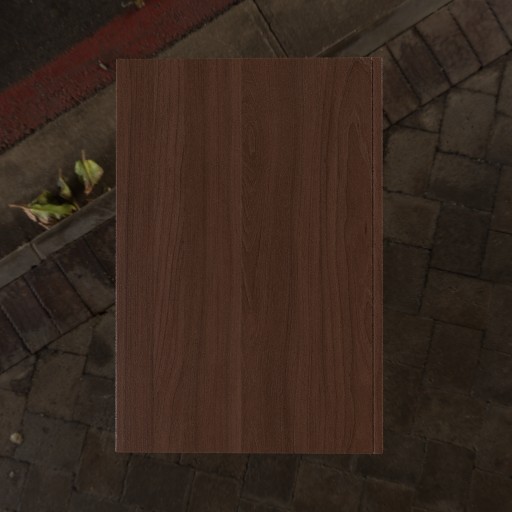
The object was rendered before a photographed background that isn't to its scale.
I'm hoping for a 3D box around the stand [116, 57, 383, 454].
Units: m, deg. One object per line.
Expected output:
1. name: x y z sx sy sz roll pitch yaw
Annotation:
1. stand: 0.000 0.000 0.923 0.420 0.500 0.600 0 90 1
